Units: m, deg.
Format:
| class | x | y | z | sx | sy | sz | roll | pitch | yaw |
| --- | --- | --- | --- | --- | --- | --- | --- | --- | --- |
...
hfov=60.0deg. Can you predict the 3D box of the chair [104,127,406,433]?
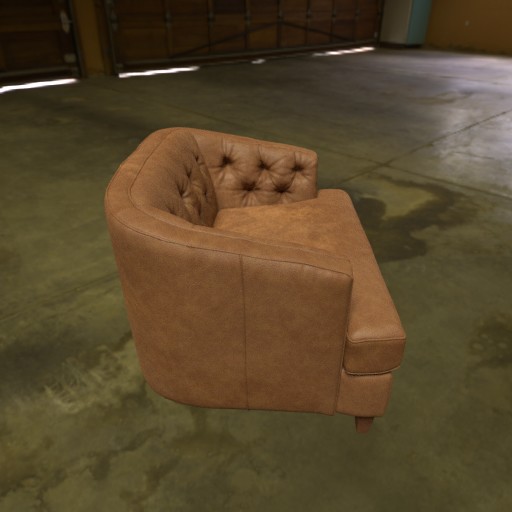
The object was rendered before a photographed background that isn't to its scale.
| class | x | y | z | sx | sy | sz | roll | pitch | yaw |
| --- | --- | --- | --- | --- | --- | --- | --- | --- | --- |
| chair | 0.000 | 0.000 | 1.758 | 0.911 | 0.836 | 1.119 | 1 | 30 | 1 |
